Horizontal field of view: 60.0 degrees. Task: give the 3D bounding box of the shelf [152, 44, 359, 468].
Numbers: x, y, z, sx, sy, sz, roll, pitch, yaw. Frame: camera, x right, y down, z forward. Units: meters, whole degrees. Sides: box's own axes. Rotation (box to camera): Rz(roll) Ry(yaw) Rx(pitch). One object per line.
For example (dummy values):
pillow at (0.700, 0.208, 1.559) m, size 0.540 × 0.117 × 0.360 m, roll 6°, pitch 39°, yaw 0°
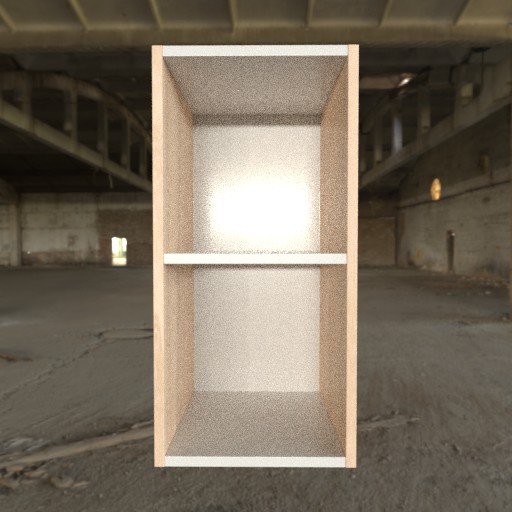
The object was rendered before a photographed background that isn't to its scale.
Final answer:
shelf at (0.000, 0.000, 0.771) m, size 0.290 × 0.594 × 0.297 m, roll 0°, pitch 2°, yaw 1°
